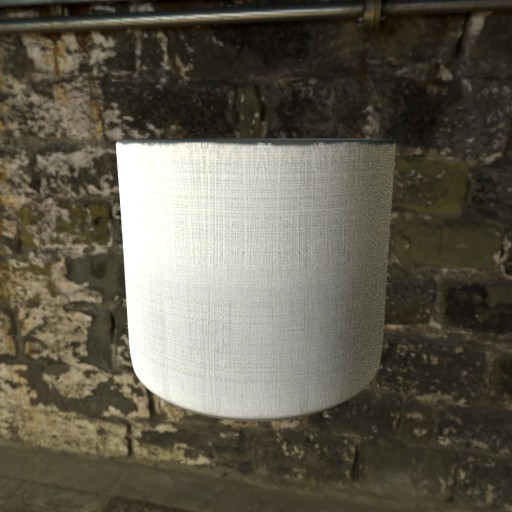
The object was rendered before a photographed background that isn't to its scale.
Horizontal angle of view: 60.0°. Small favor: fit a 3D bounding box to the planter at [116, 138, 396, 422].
[{"bbox_3d":[0.000,0.000,0.392,0.226,0.201,0.226,0,15,0],"label":"planter"}]
